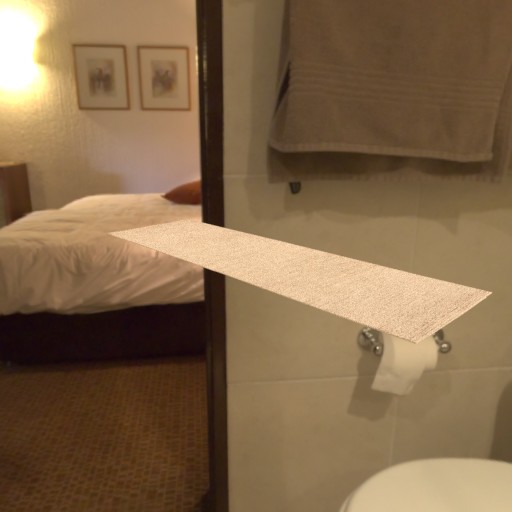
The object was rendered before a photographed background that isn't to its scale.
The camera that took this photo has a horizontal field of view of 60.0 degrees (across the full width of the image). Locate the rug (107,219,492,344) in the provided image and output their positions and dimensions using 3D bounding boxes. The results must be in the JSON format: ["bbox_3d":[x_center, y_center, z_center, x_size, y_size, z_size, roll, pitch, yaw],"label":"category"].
[{"bbox_3d":[0.000,0.000,2.569,0.712,0.013,2.346,-15,22,-42],"label":"rug"}]
